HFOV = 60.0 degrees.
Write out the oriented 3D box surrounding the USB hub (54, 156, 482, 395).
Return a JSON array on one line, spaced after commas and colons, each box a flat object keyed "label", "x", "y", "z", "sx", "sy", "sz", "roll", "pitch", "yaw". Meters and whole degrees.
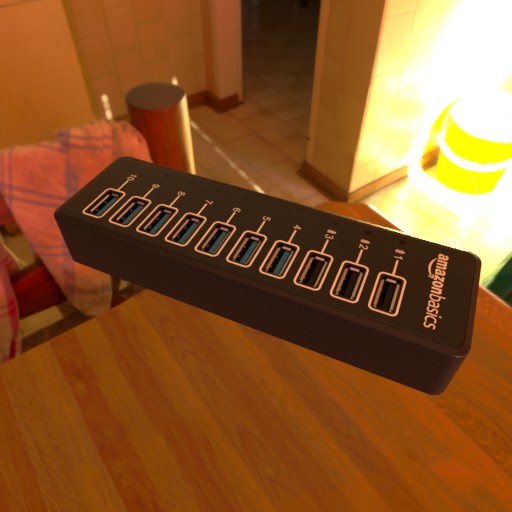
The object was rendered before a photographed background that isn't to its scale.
[{"label": "USB hub", "x": 0.000, "y": 0.000, "z": 0.161, "sx": 0.145, "sy": 0.023, "sz": 0.044, "roll": 18, "pitch": 48, "yaw": 17}]
